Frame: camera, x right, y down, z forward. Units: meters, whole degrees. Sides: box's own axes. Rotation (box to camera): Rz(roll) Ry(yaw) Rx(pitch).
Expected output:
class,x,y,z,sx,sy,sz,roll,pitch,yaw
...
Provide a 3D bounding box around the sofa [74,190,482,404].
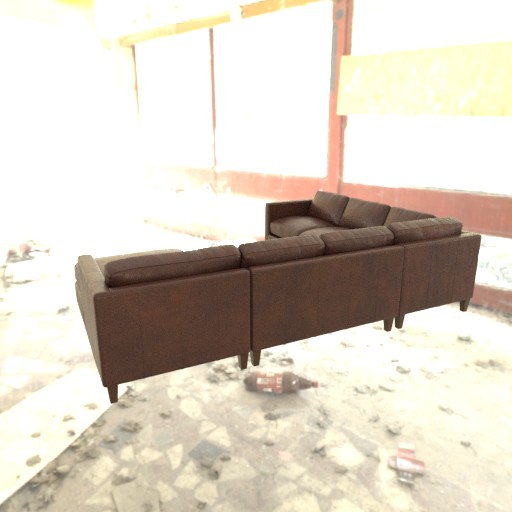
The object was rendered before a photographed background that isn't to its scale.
class,x,y,z,sx,sy,sz,roll,pitch,yaw
sofa,0.000,0.000,4.384,3.324,0.891,2.452,-8,18,-26
